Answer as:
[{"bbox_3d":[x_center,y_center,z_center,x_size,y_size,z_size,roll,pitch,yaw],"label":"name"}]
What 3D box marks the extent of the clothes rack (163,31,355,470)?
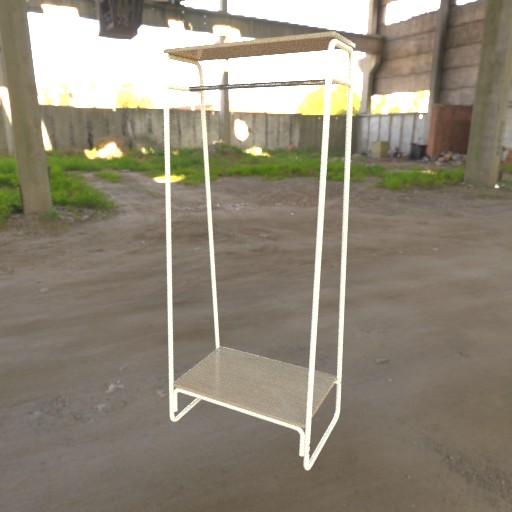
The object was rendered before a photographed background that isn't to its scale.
[{"bbox_3d":[0.000,0.000,1.745,0.640,1.512,0.400,8,18,27],"label":"clothes rack"}]
